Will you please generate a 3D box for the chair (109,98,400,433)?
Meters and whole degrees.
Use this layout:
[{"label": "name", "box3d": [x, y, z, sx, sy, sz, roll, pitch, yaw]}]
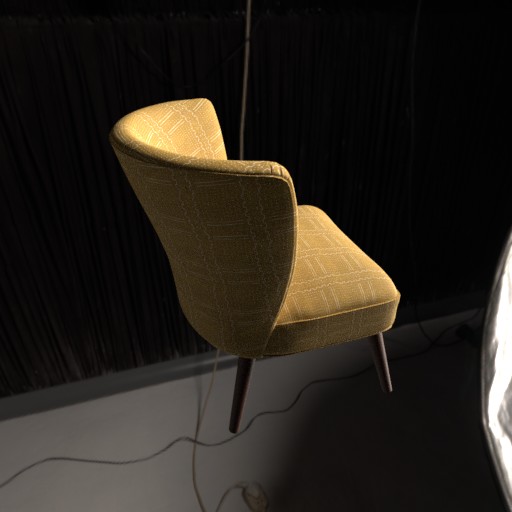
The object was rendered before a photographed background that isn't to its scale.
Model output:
[{"label": "chair", "box3d": [0.000, 0.000, 1.403, 0.758, 0.866, 0.706, -10, 33, -16]}]
